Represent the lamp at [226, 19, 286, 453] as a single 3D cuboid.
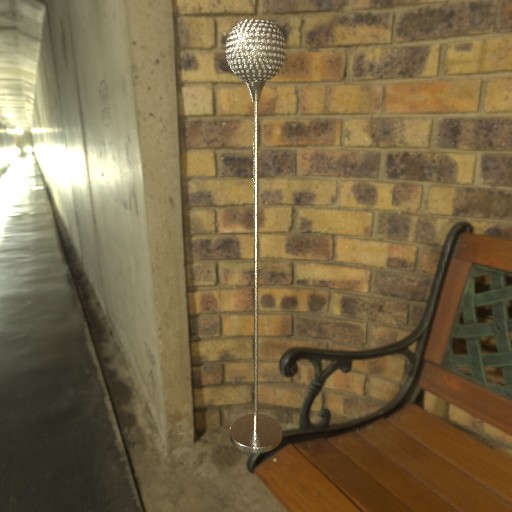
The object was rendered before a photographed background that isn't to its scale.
[{"bbox_3d":[0.000,0.000,1.901,0.254,1.805,0.254,0,16,0],"label":"lamp"}]
